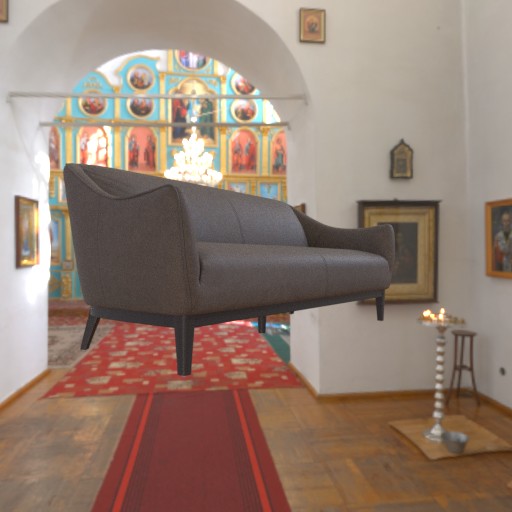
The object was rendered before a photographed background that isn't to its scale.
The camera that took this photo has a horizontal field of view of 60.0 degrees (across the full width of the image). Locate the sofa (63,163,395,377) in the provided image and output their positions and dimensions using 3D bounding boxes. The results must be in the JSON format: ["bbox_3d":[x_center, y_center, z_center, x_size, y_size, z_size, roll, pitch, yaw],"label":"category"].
[{"bbox_3d":[0.000,0.000,2.391,0.869,0.831,1.928,-1,-1,37],"label":"sofa"}]
